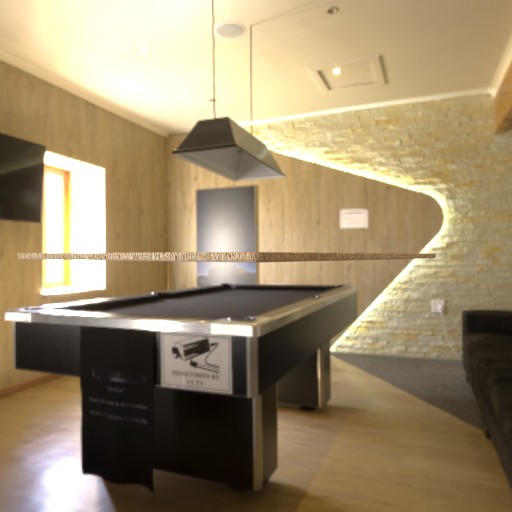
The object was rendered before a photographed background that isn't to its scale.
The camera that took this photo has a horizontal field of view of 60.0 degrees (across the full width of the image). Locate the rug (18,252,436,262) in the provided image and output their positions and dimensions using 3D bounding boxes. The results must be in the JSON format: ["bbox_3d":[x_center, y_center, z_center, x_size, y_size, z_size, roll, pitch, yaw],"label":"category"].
[{"bbox_3d":[0.000,0.000,2.053,1.199,0.025,1.600,0,0,37],"label":"rug"}]
